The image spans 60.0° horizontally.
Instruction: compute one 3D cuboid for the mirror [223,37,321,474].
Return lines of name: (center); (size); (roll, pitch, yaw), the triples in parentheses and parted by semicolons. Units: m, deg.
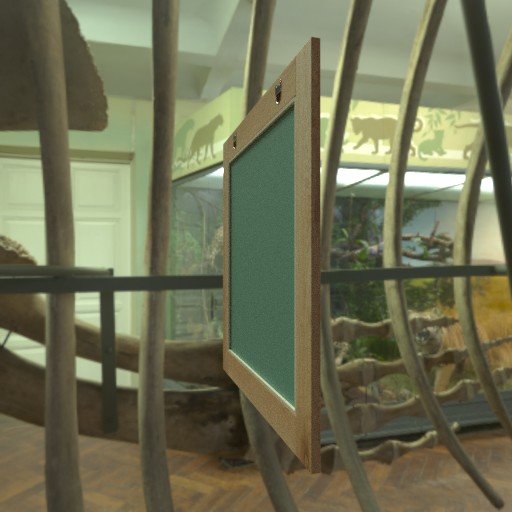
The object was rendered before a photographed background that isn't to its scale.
mirror: (0.000, 0.000, 1.197); (0.020, 0.800, 0.800); (0, 0, -16)
